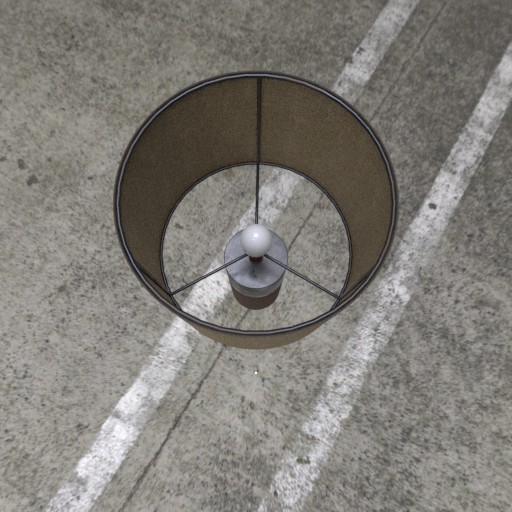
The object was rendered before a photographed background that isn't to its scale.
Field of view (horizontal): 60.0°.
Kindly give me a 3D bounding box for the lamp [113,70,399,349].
[{"bbox_3d":[0.000,0.000,0.482,0.202,0.350,0.202,0,75,0],"label":"lamp"}]
